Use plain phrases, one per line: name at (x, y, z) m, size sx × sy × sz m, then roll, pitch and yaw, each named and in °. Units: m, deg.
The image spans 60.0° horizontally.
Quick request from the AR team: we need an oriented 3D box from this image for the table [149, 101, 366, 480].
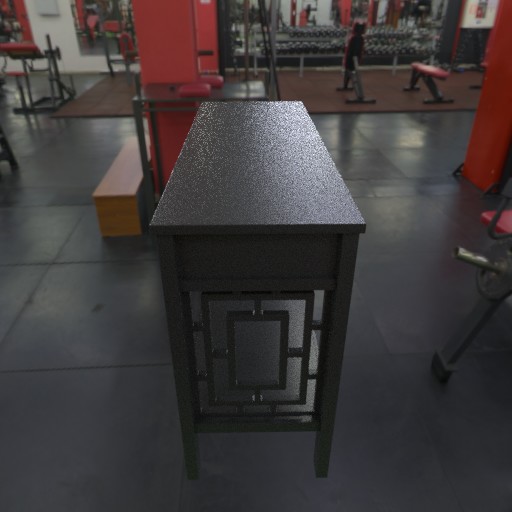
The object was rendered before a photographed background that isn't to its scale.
table at (0.000, 0.000, 1.435) m, size 0.397 × 0.753 × 1.068 m, roll -1°, pitch 30°, yaw -1°
